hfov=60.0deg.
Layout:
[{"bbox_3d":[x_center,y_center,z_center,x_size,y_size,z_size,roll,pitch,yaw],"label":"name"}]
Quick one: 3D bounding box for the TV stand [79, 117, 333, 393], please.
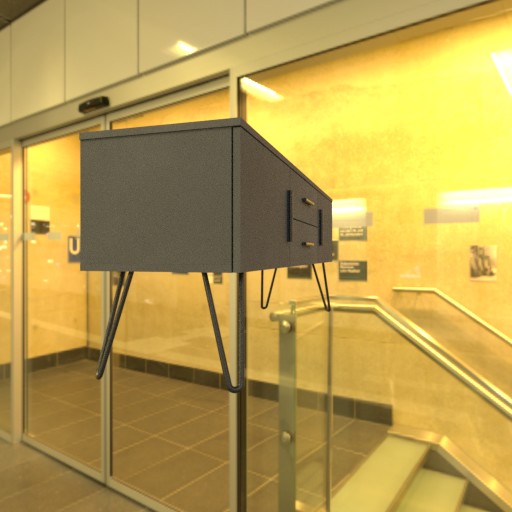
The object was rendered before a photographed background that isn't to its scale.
[{"bbox_3d":[0.000,0.000,1.609,0.400,0.560,1.400,0,0,17],"label":"TV stand"}]
